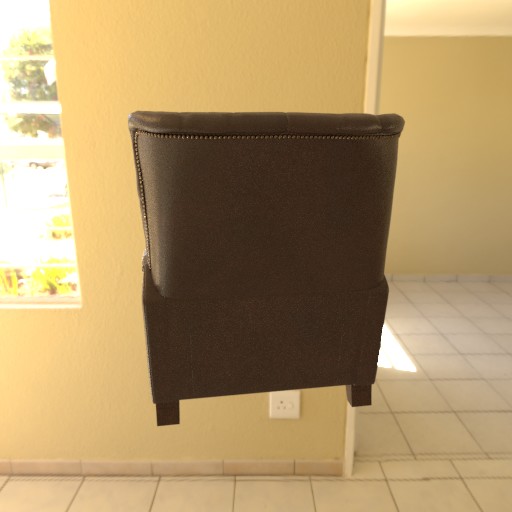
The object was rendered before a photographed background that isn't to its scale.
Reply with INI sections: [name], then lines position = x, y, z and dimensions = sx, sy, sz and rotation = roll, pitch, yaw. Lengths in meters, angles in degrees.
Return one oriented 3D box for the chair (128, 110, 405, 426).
[chair]
position = 0.000, 0.000, 1.458
dimensions = 0.709, 0.864, 0.823
rotation = -2, 14, -9
